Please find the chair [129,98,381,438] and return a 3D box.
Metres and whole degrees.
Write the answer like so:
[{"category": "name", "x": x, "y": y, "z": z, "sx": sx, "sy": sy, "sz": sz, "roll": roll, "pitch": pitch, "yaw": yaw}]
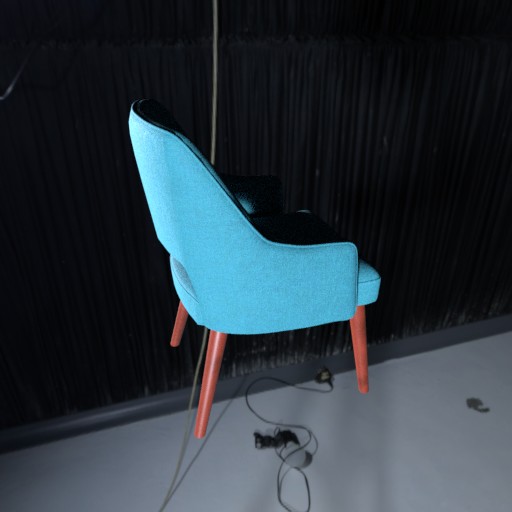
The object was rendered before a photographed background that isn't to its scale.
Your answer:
[{"category": "chair", "x": 0.000, "y": 0.000, "z": 1.275, "sx": 0.605, "sy": 0.849, "sz": 0.548, "roll": -9, "pitch": 31, "yaw": -16}]
